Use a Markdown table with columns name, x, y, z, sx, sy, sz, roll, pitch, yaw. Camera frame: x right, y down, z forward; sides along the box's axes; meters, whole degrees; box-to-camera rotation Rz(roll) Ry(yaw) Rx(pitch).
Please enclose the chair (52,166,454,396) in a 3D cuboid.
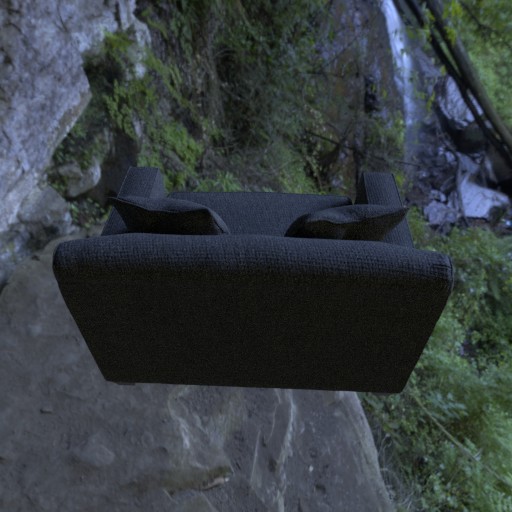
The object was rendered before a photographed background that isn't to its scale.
| name | x | y | z | sx | sy | sz | roll | pitch | yaw |
| --- | --- | --- | --- | --- | --- | --- | --- | --- | --- |
| chair | 0.000 | 0.000 | 2.098 | 1.383 | 0.948 | 1.000 | 2 | 46 | 2 |
